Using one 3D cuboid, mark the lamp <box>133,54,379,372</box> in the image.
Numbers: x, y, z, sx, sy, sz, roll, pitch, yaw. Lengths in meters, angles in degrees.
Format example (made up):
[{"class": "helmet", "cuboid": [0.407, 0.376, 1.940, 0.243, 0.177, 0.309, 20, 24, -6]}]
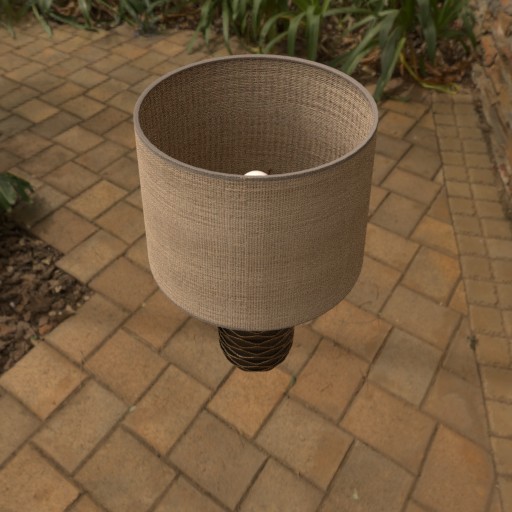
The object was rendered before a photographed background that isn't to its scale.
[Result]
[{"class": "lamp", "cuboid": [0.000, 0.000, 0.812, 0.376, 0.594, 0.376, 0, 47, 0]}]
